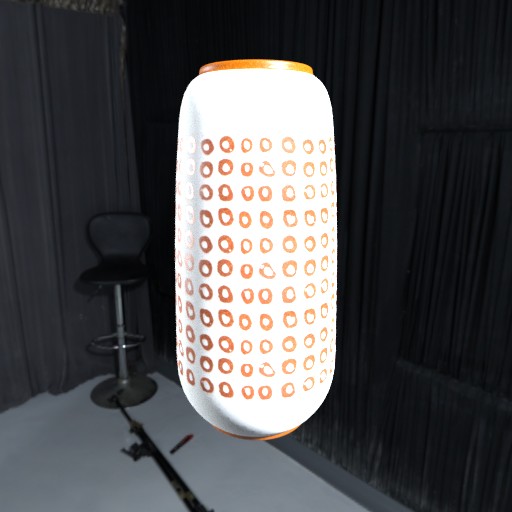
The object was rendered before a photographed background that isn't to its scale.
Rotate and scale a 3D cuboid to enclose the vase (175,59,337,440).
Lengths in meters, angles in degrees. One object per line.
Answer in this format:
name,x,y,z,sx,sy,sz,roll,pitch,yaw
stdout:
vase,0.000,0.000,0.359,0.133,0.282,0.133,0,14,0
